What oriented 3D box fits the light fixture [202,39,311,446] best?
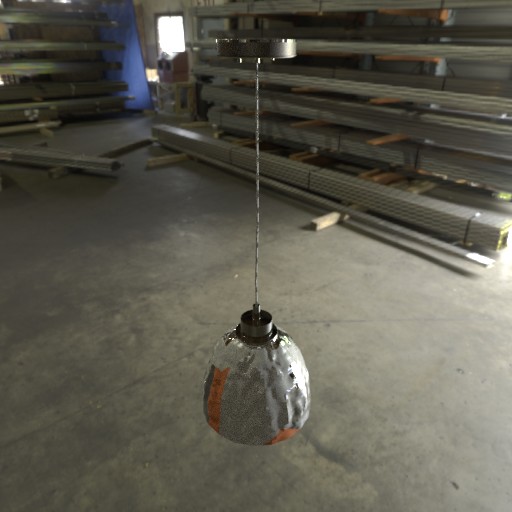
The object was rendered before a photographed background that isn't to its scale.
[{"bbox_3d":[0.000,0.000,1.721,0.500,1.511,0.496,18,31,32],"label":"light fixture"}]
